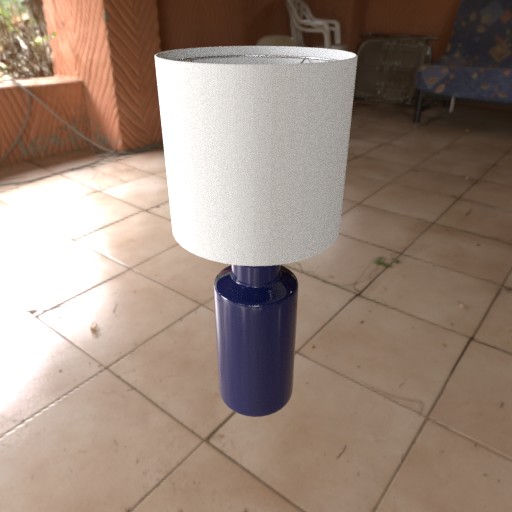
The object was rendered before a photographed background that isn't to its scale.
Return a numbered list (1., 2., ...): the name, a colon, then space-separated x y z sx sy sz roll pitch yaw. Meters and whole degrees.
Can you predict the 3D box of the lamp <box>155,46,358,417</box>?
1. lamp: 0.000 0.000 0.591 0.212 0.493 0.212 20 35 32
